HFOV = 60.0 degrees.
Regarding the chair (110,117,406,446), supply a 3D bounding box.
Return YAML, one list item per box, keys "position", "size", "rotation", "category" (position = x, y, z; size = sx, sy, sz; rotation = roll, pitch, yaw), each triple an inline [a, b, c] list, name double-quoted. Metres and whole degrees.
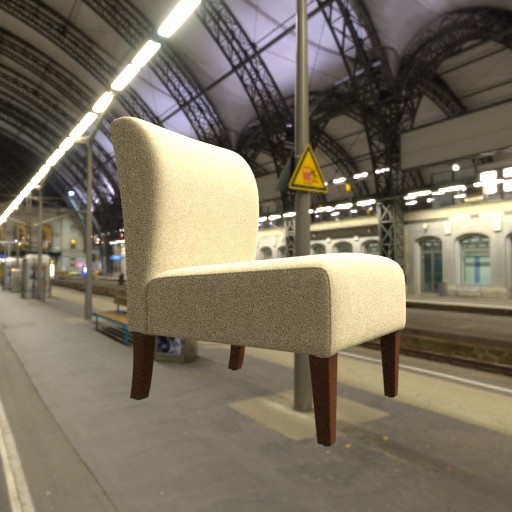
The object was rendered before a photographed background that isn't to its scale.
- position: [0.000, 0.000, 1.326]
  size: [0.754, 0.833, 0.521]
  rotation: [-1, -2, 35]
  category: "chair"
